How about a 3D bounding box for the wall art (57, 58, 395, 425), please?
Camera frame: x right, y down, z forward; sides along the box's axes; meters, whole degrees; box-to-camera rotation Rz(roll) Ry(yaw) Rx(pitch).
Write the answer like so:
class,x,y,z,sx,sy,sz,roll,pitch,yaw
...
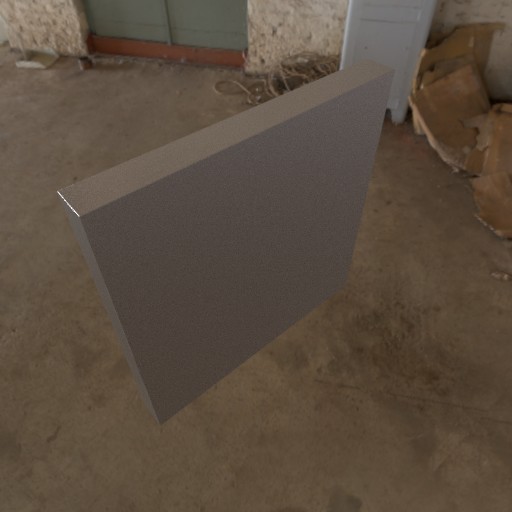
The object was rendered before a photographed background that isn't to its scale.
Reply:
class,x,y,z,sx,sy,sz,roll,pitch,yaw
wall art,0.000,0.000,0.518,0.350,0.350,0.038,-32,55,-27
